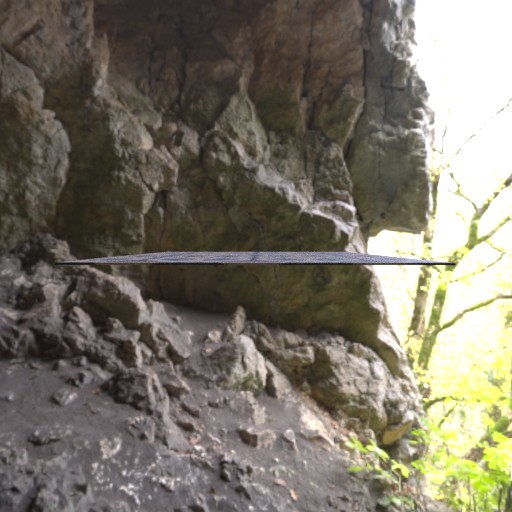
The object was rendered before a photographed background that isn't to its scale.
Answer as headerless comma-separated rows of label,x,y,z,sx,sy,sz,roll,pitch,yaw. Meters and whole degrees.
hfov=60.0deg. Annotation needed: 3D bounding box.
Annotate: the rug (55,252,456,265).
rug,0.000,0.000,2.967,1.676,0.013,2.261,0,2,1
